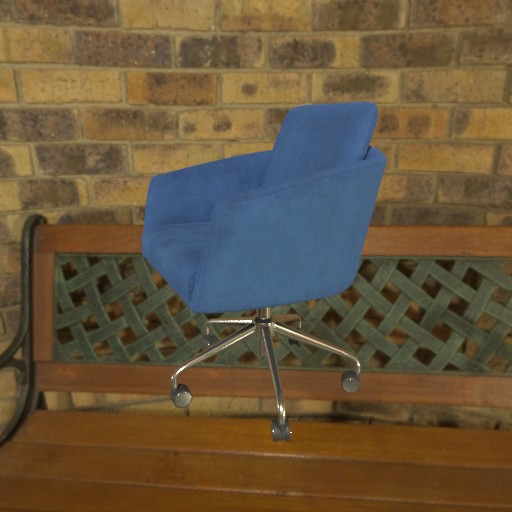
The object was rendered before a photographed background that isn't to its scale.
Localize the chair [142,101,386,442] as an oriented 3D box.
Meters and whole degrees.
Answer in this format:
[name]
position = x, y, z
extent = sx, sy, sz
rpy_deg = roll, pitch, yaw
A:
[chair]
position = 0.000, 0.000, 1.380
extent = 0.635, 0.908, 0.641
rpy_deg = -8, 19, -25
